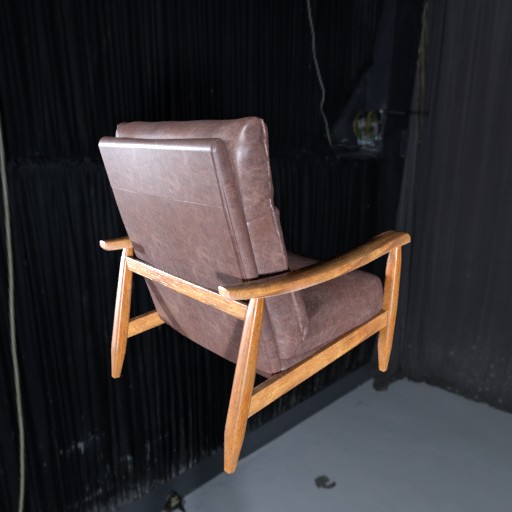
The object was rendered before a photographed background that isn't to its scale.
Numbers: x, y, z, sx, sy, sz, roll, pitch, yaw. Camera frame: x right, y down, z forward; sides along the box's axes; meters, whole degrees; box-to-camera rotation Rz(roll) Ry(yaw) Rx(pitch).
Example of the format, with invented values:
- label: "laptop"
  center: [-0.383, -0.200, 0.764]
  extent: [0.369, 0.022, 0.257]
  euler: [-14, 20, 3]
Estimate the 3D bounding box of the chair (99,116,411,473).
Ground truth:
- label: "chair"
  center: [0.000, 0.000, 1.538]
  extent: [0.830, 0.897, 0.782]
  euler: [-14, 21, -41]
